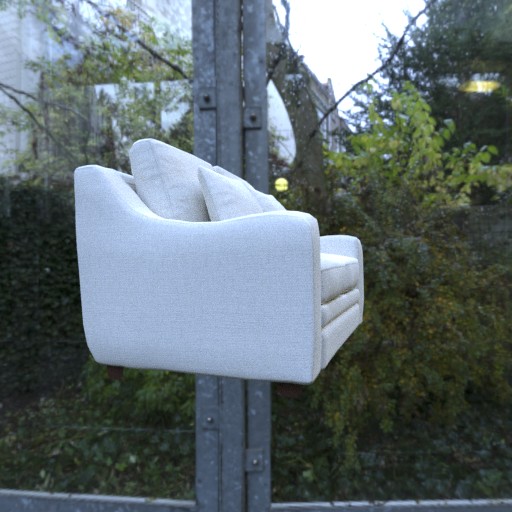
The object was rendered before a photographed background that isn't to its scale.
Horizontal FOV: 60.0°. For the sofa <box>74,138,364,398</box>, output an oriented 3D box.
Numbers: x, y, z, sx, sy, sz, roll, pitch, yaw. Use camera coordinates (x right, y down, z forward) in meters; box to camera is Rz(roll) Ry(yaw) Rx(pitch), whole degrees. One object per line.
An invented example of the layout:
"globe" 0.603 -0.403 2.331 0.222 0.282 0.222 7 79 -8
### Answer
"sofa" 0.000 0.000 2.463 1.040 1.047 1.744 0 -1 19
